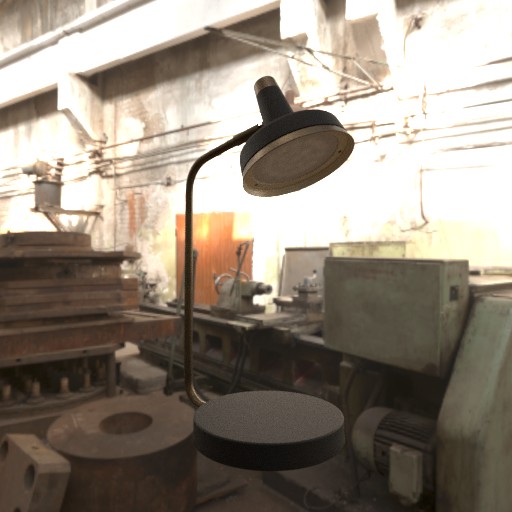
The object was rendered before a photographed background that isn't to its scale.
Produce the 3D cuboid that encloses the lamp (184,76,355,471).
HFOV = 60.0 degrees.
[{"bbox_3d":[0.000,0.000,0.485,0.218,0.385,0.162,0,0,36],"label":"lamp"}]
